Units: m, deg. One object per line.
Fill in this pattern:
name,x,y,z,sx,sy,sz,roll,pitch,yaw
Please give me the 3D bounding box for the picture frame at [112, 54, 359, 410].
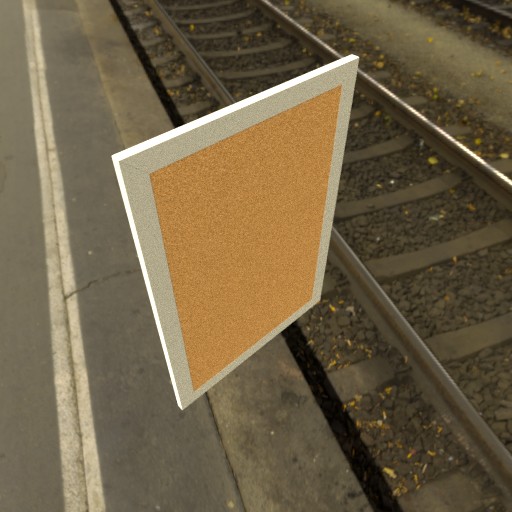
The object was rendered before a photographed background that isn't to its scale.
picture frame,0.000,0.000,0.616,0.326,0.459,0.011,-33,54,-29
